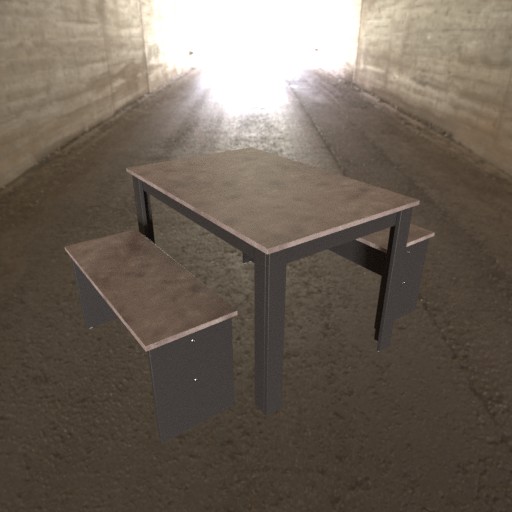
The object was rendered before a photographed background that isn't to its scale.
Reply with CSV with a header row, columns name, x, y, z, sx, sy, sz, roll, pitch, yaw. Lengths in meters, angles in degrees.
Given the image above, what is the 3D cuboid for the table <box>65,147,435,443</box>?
name,x,y,z,sx,sy,sz,roll,pitch,yaw
table,0.000,0.000,2.044,1.443,0.700,1.100,-18,32,-32
